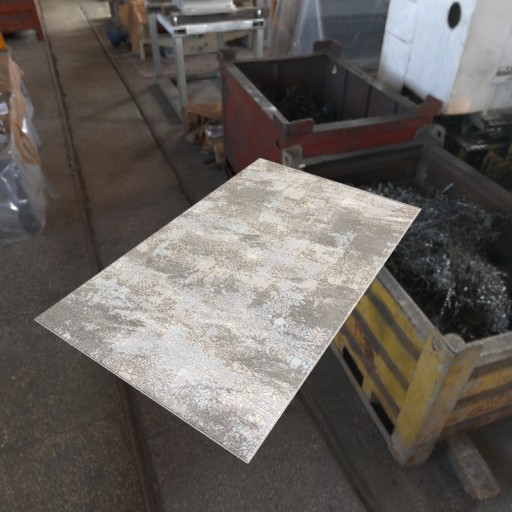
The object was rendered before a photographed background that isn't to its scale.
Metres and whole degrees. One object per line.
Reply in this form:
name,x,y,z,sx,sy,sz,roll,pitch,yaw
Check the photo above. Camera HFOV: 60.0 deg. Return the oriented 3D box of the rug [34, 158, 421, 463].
rug,0.000,0.000,3.073,1.536,0.012,2.431,23,45,25
